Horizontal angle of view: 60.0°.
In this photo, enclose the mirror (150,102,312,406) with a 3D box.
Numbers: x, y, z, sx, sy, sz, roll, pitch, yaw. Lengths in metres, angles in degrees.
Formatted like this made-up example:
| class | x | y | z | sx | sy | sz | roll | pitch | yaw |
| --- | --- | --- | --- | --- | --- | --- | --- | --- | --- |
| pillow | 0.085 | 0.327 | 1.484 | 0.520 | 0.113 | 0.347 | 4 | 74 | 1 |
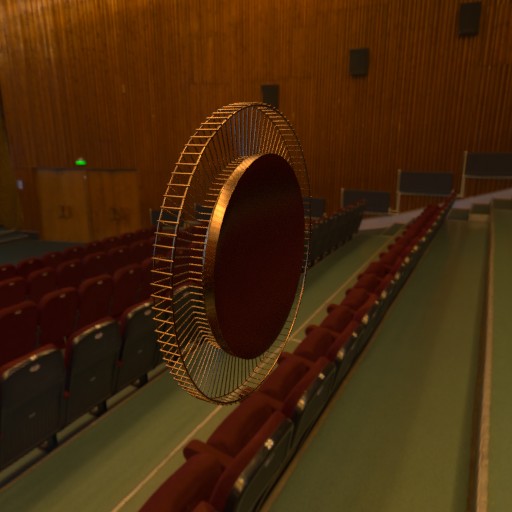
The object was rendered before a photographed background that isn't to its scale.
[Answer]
| class | x | y | z | sx | sy | sz | roll | pitch | yaw |
| --- | --- | --- | --- | --- | --- | --- | --- | --- | --- |
| mirror | 0.000 | 0.000 | 1.074 | 0.067 | 0.703 | 0.703 | 8 | 18 | 26 |
